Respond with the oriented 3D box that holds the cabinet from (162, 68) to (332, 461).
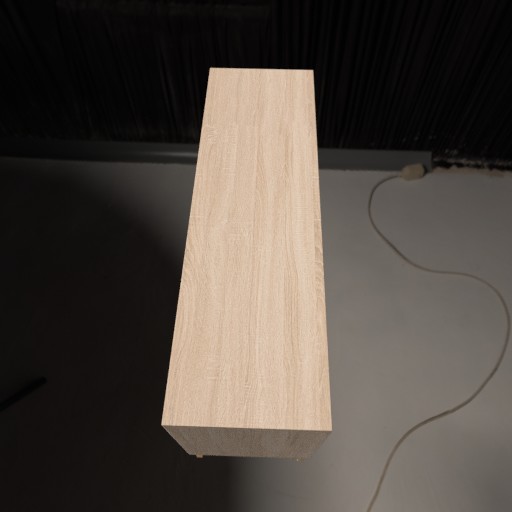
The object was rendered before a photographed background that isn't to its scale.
[{"bbox_3d":[0.000,0.000,2.056,0.500,0.780,1.649,2,59,1],"label":"cabinet"}]
